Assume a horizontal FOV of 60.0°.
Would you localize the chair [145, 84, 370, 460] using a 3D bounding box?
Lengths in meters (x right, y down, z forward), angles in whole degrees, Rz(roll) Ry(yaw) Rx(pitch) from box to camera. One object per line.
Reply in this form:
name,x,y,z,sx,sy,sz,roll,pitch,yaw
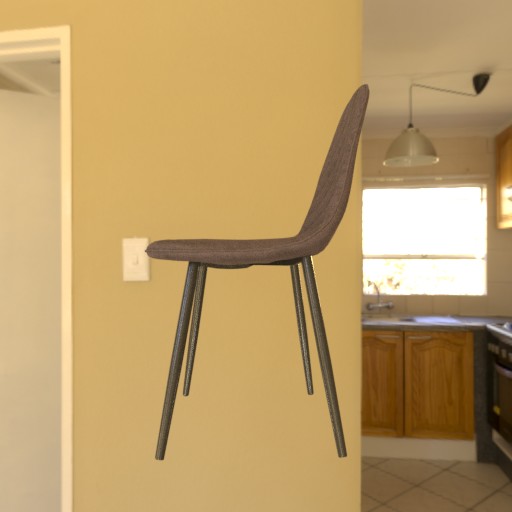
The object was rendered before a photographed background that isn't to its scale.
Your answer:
chair,0.000,0.000,1.199,0.561,0.889,0.472,0,0,-2
